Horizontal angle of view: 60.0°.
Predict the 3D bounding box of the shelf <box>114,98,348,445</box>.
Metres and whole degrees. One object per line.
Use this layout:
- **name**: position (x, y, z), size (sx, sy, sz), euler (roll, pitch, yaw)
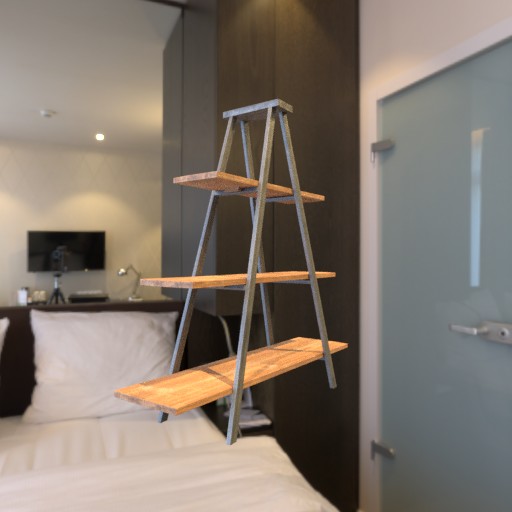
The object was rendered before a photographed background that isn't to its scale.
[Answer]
- **shelf**: position (0.000, 0.000, 2.713), size (0.508, 1.808, 1.746), euler (0, 0, 36)
